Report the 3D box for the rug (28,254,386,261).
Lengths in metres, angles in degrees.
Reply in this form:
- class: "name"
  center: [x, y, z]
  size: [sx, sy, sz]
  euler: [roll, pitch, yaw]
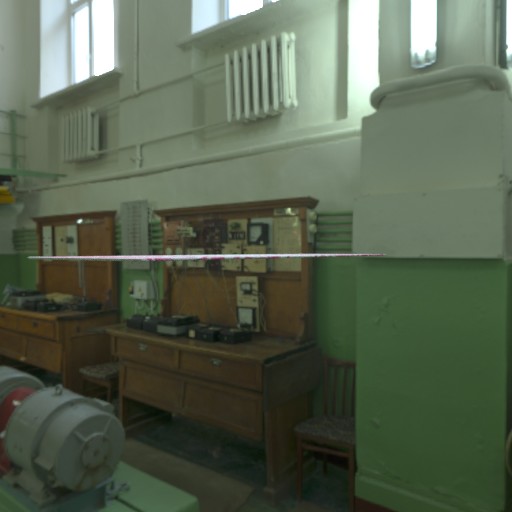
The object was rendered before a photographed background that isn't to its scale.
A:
- class: "rug"
  center: [0.000, 0.000, 2.774]
  size: [0.787, 0.011, 2.458]
  euler: [1, 1, 36]
